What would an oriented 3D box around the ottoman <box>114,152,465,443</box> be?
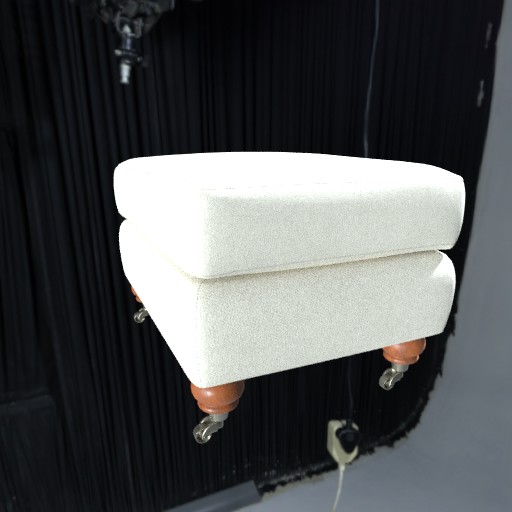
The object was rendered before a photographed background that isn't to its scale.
[{"bbox_3d":[0.000,0.000,1.100,0.569,0.499,0.773,-7,16,-24],"label":"ottoman"}]
